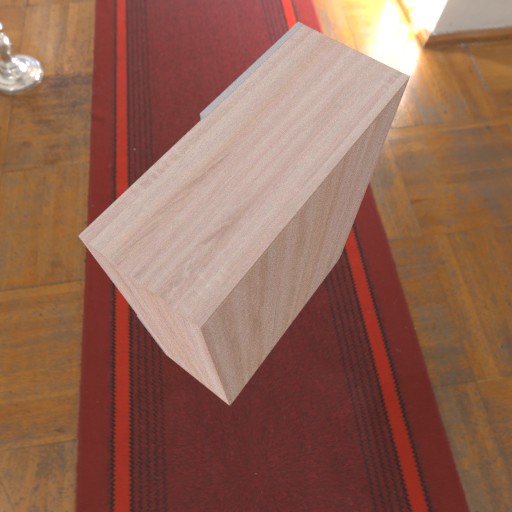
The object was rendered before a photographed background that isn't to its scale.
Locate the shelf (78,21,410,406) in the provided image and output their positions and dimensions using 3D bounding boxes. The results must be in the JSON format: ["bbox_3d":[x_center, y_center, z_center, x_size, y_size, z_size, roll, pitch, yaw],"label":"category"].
[{"bbox_3d":[0.000,0.000,1.865,0.434,1.405,0.995,34,69,15],"label":"shelf"}]
